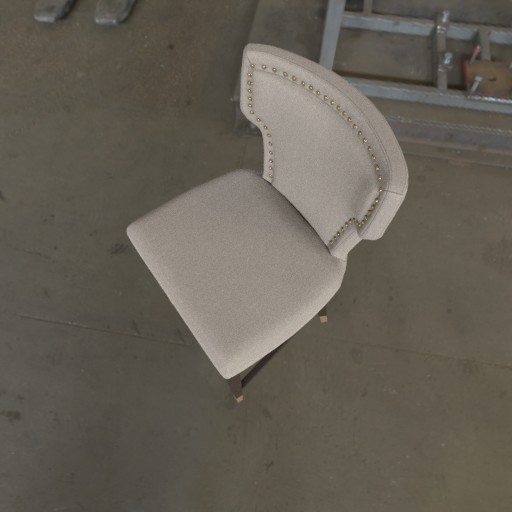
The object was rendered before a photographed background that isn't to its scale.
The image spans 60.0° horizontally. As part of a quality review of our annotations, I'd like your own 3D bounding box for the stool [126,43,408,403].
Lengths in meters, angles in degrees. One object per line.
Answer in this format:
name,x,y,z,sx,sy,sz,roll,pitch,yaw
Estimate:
stool,0.000,0.000,1.320,0.563,0.982,0.527,-33,67,-15
